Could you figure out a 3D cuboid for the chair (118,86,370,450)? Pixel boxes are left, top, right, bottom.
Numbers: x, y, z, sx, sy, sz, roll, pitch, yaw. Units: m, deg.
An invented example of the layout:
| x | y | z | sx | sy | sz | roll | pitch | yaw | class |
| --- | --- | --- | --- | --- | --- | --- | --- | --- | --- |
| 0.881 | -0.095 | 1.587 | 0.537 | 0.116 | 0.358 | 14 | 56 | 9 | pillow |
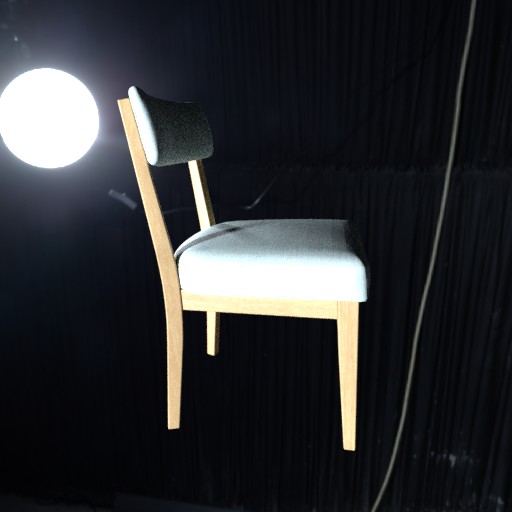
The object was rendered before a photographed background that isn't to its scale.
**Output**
| x | y | z | sx | sy | sz | roll | pitch | yaw | class |
| --- | --- | --- | --- | --- | --- | --- | --- | --- | --- |
| 0.000 | 0.000 | 1.211 | 0.572 | 0.832 | 0.508 | 2 | 15 | 9 | chair |
